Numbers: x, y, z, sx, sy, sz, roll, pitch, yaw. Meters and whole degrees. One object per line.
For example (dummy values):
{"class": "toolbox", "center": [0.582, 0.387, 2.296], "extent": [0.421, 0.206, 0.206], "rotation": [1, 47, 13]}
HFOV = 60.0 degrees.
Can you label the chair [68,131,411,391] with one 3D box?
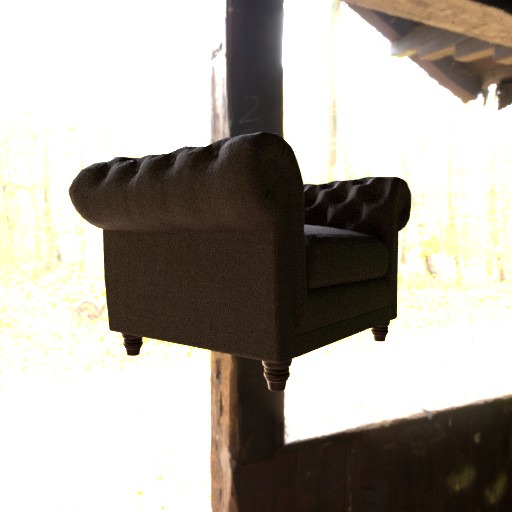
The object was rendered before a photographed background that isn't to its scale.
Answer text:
{"class": "chair", "center": [0.000, 0.000, 1.919], "extent": [0.945, 0.780, 1.298], "rotation": [1, 2, 37]}
